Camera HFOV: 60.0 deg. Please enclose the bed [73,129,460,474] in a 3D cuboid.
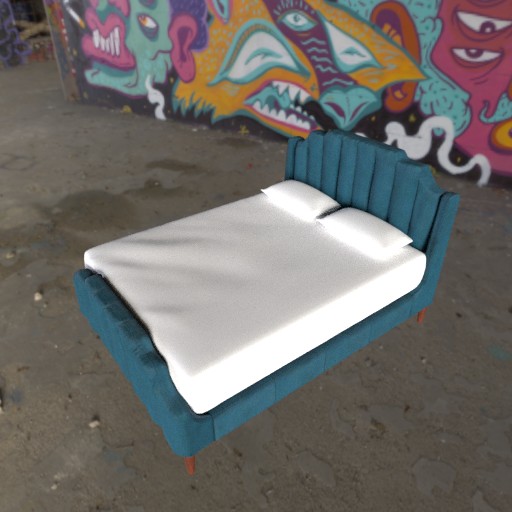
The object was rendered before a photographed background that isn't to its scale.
[{"bbox_3d":[0.000,0.000,3.294,2.322,1.351,1.676,-22,39,-31],"label":"bed"}]
